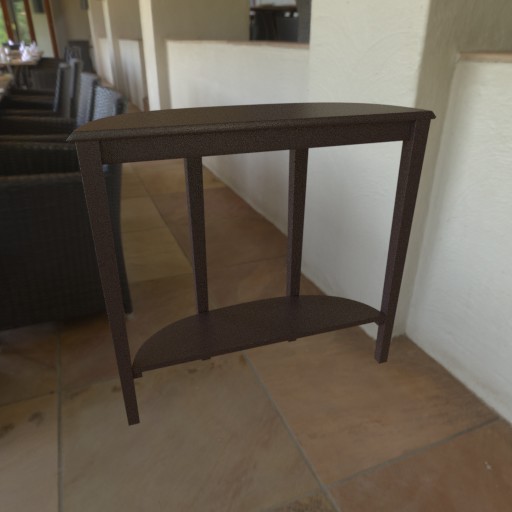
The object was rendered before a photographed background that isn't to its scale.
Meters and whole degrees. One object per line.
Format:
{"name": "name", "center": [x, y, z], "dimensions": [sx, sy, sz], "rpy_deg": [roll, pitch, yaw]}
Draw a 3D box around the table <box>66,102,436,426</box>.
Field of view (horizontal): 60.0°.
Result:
{"name": "table", "center": [0.000, 0.000, 1.327], "dimensions": [0.909, 0.831, 0.274], "rpy_deg": [-9, 28, -17]}
